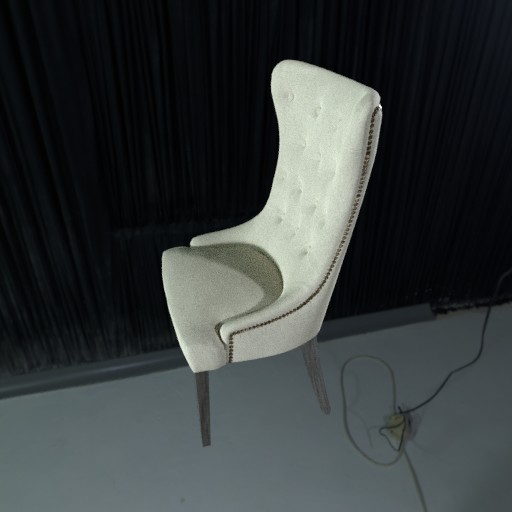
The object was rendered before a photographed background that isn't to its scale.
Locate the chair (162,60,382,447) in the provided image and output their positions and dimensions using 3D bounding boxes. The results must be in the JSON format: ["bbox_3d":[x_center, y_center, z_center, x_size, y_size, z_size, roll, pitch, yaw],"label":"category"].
[{"bbox_3d":[0.000,0.000,1.411,0.590,1.065,0.584,-9,34,-14],"label":"chair"}]
